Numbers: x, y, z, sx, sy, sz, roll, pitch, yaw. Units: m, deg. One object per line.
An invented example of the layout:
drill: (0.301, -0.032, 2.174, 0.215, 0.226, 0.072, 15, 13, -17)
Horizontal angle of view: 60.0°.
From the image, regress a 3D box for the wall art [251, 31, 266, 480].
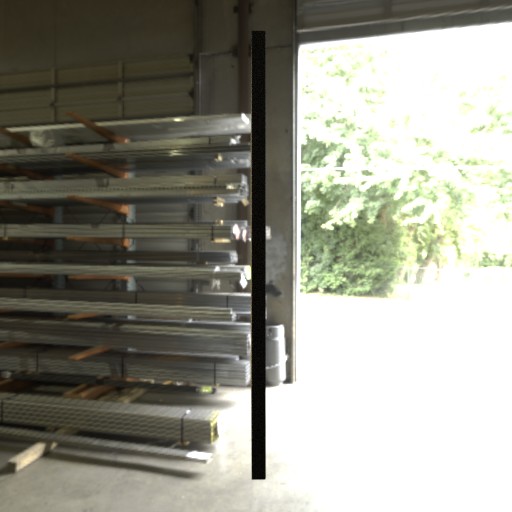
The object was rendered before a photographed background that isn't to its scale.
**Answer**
wall art: (0.000, 0.000, 1.229, 0.028, 0.863, 0.755, 0, -1, -1)
